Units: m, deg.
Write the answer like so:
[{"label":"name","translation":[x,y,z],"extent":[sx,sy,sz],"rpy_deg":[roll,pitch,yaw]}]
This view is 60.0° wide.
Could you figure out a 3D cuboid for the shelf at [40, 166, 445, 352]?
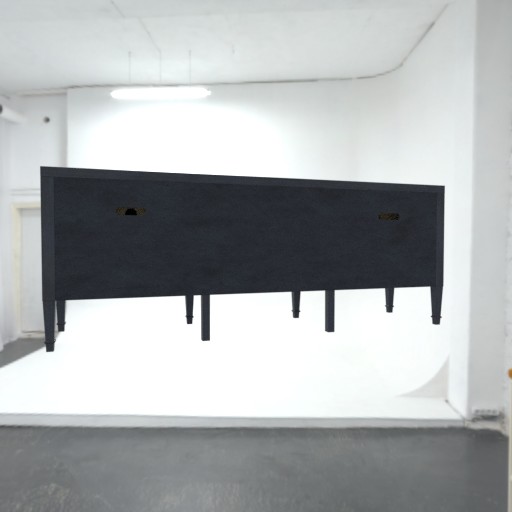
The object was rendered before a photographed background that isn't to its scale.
[{"label":"shelf","translation":[0.000,0.000,2.209],"extent":[1.878,0.715,0.471],"rpy_deg":[-1,2,-18]}]
